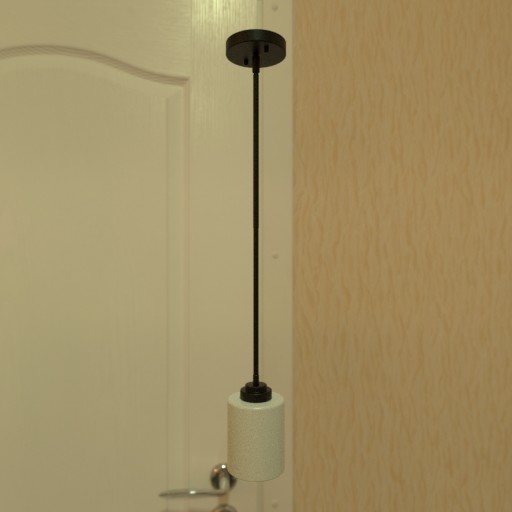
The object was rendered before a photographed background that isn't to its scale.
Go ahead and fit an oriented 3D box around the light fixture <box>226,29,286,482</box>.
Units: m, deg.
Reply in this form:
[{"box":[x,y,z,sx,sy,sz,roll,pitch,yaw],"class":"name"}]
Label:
[{"box":[0.000,0.000,0.904,0.123,0.863,0.123,0,0,-35],"class":"light fixture"}]
